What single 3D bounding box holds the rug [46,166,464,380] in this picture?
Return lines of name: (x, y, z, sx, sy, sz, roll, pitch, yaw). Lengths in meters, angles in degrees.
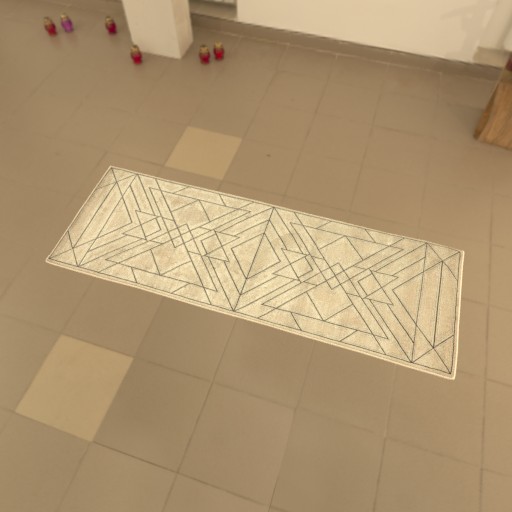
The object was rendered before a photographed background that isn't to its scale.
rug: (0.000, 0.000, 2.658, 2.381, 0.036, 0.831, 15, 58, 10)
